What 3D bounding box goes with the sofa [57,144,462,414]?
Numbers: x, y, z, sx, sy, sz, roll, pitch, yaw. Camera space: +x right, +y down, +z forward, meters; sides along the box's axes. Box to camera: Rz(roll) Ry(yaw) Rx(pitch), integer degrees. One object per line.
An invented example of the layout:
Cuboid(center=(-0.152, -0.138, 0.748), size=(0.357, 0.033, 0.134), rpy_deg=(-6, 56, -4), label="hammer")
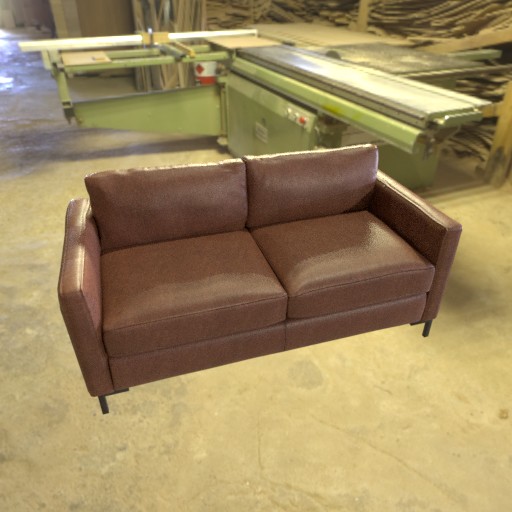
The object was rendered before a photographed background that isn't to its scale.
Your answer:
Cuboid(center=(0.000, 0.000, 2.277), size=(1.797, 0.883, 0.899), rpy_deg=(-10, 33, -15), label="sofa")
